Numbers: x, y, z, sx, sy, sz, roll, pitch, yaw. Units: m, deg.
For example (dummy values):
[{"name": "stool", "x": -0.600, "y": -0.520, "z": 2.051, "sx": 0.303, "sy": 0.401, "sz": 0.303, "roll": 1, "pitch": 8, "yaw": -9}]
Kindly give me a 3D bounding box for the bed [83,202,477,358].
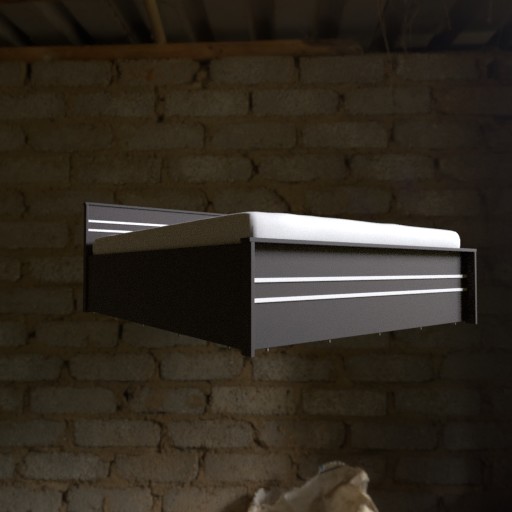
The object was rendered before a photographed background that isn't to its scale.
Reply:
[{"name": "bed", "x": 0.000, "y": 0.000, "z": 2.932, "sx": 1.634, "sy": 0.808, "sz": 2.103, "roll": 1, "pitch": -2, "yaw": -37}]
